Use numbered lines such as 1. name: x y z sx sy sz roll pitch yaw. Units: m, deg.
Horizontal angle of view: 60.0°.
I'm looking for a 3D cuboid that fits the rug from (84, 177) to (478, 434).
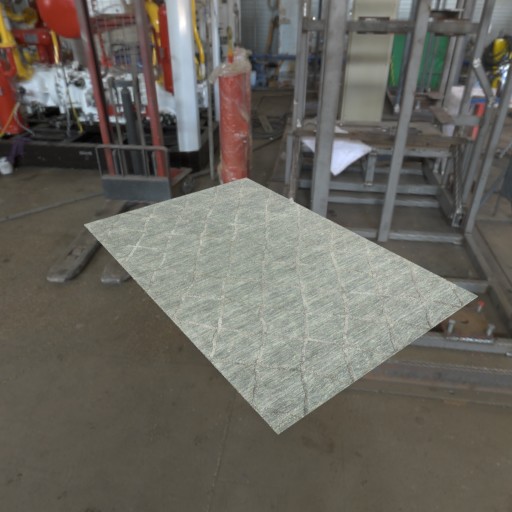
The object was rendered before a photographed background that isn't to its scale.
1. rug: 0.000 0.000 2.971 1.521 0.006 2.283 -22 38 -31
